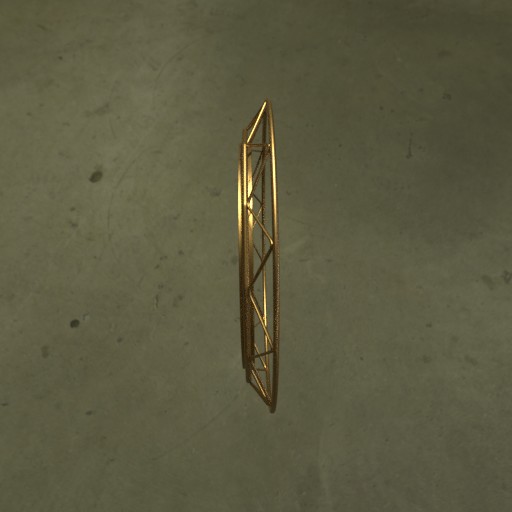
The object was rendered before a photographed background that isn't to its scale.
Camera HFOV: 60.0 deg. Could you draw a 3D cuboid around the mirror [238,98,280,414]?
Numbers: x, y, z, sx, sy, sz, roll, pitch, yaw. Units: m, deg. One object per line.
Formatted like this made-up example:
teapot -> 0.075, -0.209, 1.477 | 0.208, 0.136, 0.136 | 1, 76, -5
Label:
mirror -> 0.000, 0.000, 0.676 | 0.043, 0.454, 0.454 | -1, 57, -1
